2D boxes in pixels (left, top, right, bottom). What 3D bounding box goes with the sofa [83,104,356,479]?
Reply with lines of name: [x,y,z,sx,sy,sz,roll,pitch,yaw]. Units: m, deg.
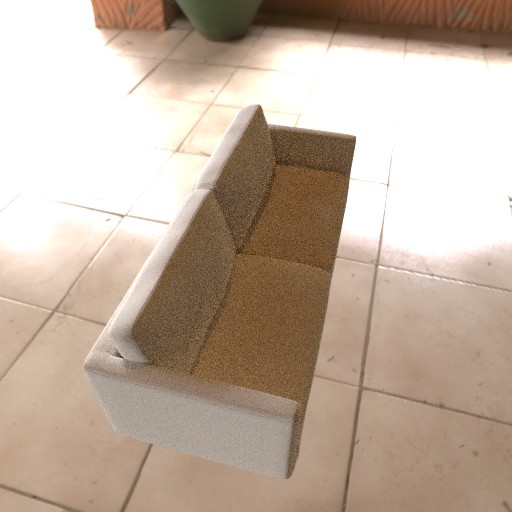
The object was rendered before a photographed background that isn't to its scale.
sofa: [0.000,0.000,2.599,0.924,0.933,2.139,11,46,11]
